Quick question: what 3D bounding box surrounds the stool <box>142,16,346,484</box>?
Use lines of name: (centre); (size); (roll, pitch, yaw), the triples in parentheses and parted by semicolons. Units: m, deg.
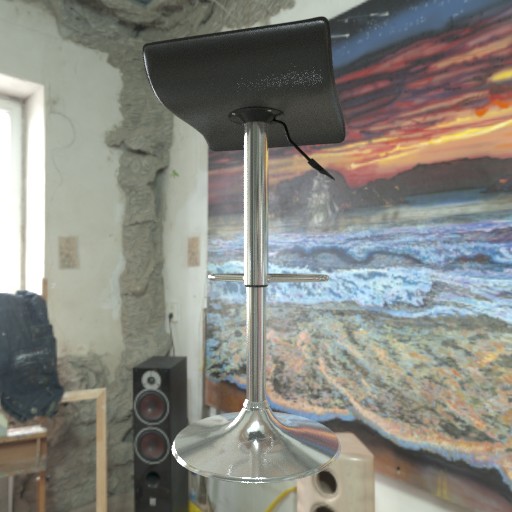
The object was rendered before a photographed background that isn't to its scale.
stool: (0.000, 0.000, 1.016); (0.381, 0.851, 0.381); (0, -1, 16)
